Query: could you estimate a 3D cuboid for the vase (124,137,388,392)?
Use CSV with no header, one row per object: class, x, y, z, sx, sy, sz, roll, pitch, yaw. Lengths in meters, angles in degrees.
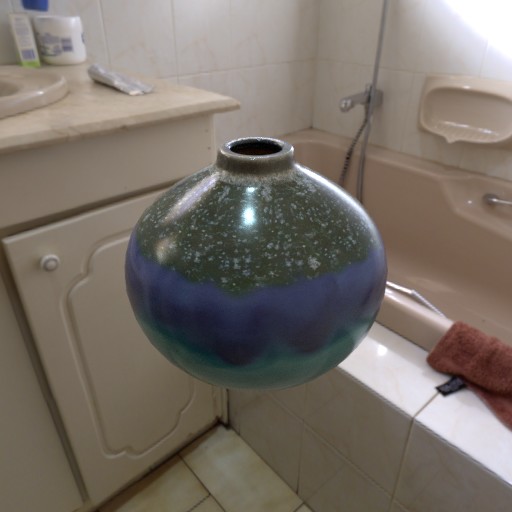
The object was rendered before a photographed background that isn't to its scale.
vase,0.000,0.000,0.266,0.154,0.133,0.154,0,31,0
